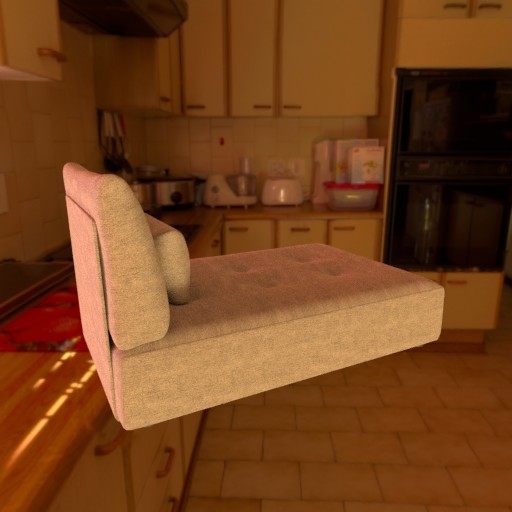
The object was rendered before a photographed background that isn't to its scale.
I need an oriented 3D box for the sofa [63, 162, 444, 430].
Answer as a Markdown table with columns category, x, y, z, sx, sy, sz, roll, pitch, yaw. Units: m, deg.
| category | x | y | z | sx | sy | sz | roll | pitch | yaw |
| --- | --- | --- | --- | --- | --- | --- | --- | --- | --- |
| sofa | 0.000 | 0.000 | 1.976 | 1.450 | 0.820 | 0.930 | -8 | 16 | -27 |
